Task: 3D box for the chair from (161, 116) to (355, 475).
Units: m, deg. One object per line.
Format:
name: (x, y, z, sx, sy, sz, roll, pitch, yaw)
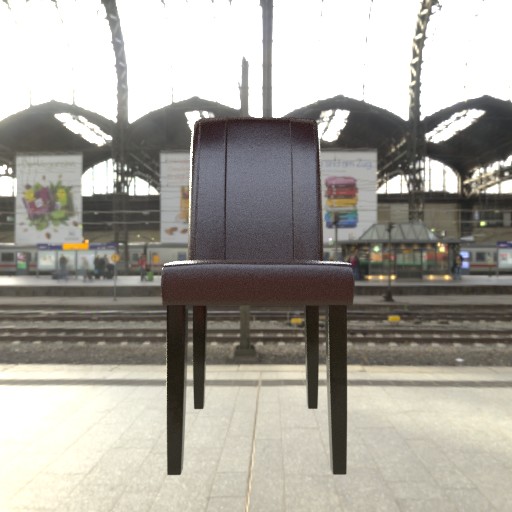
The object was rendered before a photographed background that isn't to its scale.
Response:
chair: (0.000, 0.000, 1.162, 0.399, 0.897, 0.556, 0, -1, 0)
